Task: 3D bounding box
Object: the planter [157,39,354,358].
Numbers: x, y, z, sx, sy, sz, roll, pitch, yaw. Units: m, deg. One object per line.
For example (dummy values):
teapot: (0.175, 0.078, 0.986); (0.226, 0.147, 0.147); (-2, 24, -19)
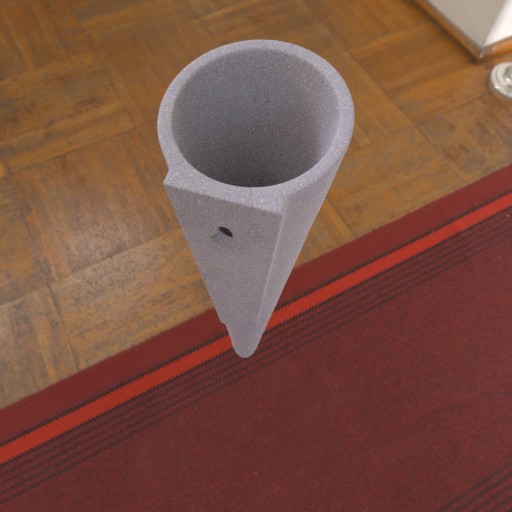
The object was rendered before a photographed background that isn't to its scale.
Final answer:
planter: (0.000, 0.000, 0.292); (0.078, 0.259, 0.087); (15, 65, 7)
